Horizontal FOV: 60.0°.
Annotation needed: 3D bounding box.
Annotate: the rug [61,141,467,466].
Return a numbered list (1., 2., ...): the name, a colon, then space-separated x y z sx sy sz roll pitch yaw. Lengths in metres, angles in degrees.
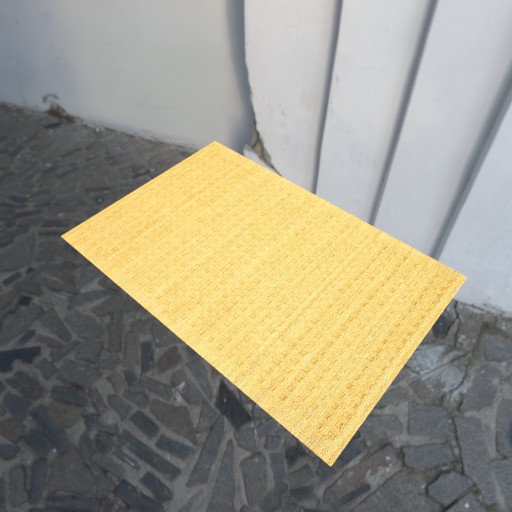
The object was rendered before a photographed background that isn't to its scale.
1. rug: 0.000 0.000 2.977 2.286 0.006 1.524 33 57 26
